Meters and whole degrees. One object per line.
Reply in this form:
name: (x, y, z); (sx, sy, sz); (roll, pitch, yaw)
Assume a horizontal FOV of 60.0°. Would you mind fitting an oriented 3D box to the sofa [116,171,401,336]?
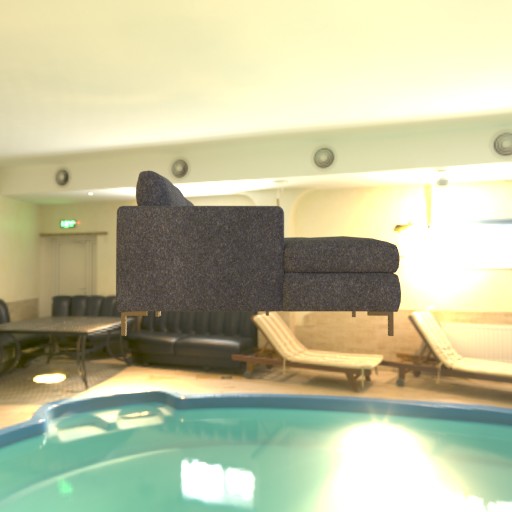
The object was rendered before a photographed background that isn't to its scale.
sofa: (0.000, 0.000, 3.511); (1.350, 0.810, 2.932); (0, -1, -1)
